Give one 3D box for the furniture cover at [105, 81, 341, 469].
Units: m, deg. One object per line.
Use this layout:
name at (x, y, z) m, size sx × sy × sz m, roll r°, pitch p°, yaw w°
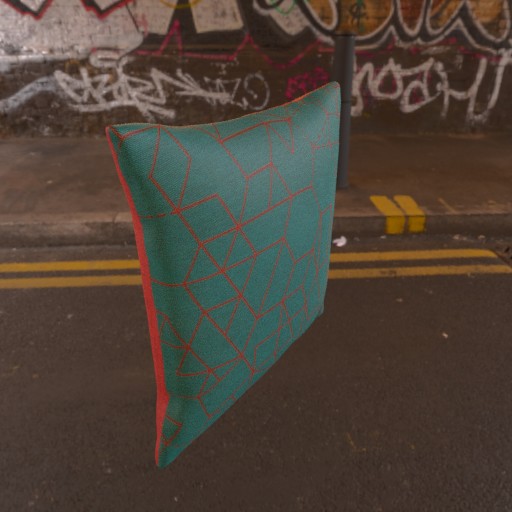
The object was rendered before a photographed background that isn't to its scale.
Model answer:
furniture cover at (0.000, 0.000, 0.742) m, size 0.158 × 0.508 × 0.517 m, roll 18°, pitch 32°, yaw 31°
